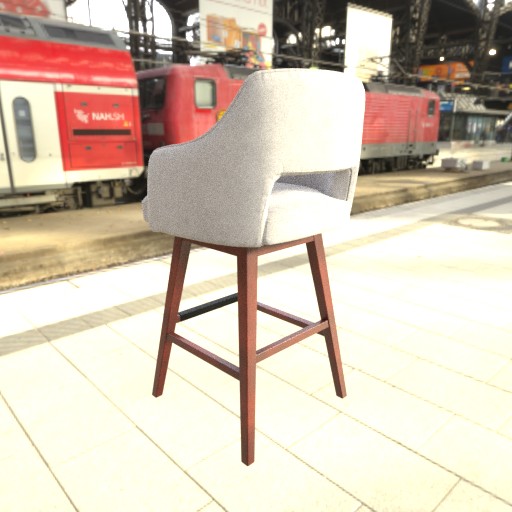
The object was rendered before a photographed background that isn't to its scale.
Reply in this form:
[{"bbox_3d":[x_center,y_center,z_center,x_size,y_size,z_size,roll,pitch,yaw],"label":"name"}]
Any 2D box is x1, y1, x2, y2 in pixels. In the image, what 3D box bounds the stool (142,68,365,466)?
[{"bbox_3d":[0.000,0.000,1.362,0.548,1.012,0.558,-15,22,-43],"label":"stool"}]
